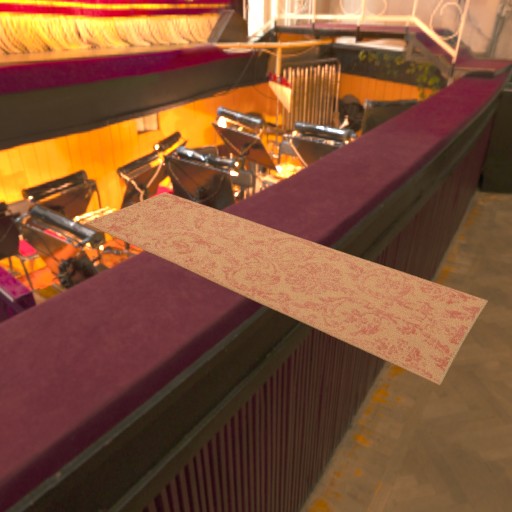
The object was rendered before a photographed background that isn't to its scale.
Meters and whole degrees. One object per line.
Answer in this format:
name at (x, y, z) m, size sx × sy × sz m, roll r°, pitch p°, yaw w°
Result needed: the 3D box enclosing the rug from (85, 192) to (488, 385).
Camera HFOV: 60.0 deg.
rug at (0.000, 0.000, 2.402) m, size 2.196 × 0.011 × 0.662 m, roll 21°, pitch 36°, yaw 32°
